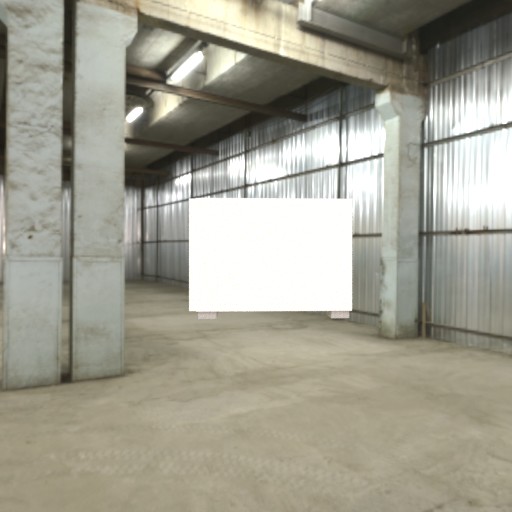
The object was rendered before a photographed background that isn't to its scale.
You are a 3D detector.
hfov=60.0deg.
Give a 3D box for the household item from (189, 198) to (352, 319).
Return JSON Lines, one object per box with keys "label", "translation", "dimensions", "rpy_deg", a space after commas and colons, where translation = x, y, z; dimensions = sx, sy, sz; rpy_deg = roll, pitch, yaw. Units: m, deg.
{"label": "household item", "translation": [0.000, 0.000, 2.062], "dimensions": [0.420, 0.310, 1.850], "rpy_deg": [0, 0, -2]}
